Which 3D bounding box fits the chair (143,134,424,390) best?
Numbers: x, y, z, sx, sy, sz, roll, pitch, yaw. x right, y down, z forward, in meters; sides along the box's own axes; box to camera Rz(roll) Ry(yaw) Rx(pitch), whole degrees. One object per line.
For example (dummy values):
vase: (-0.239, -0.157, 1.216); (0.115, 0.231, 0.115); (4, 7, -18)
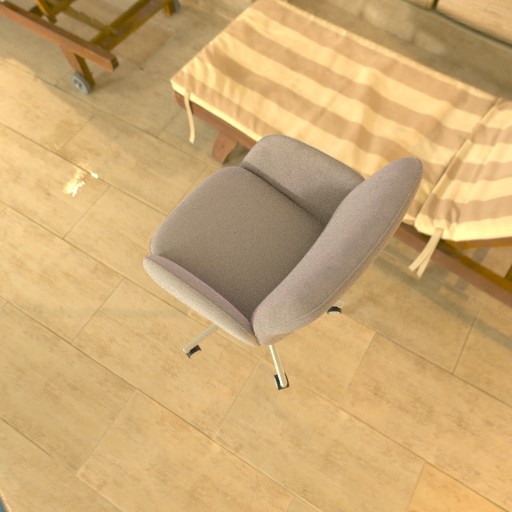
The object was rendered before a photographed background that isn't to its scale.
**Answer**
chair: (0.000, 0.000, 1.380); (0.654, 0.959, 0.648); (34, 69, 15)
